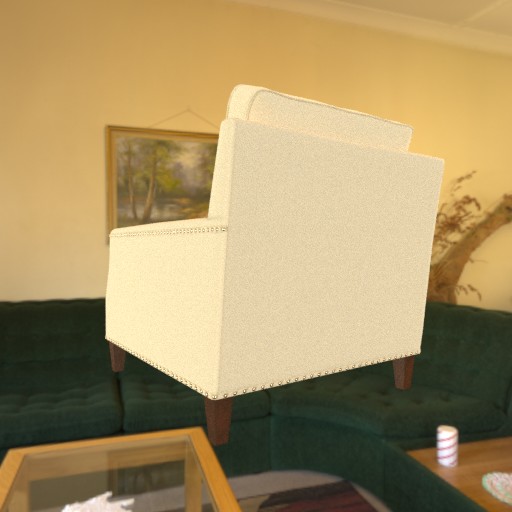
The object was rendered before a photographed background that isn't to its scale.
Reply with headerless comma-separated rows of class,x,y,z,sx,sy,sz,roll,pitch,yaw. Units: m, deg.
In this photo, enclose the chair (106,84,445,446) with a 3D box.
chair,0.000,0.000,1.664,0.853,0.943,1.014,-1,2,-35
